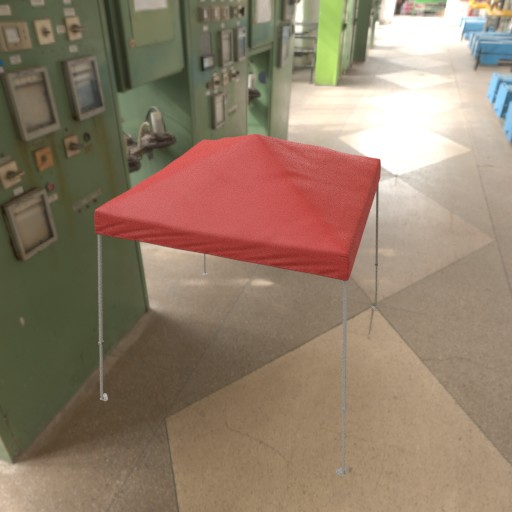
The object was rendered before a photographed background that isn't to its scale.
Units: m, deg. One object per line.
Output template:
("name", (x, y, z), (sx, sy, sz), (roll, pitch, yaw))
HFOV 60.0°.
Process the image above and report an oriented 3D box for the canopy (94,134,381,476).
("canopy", (0.000, 0.000, 6.523), (3.600, 3.600, 3.599), (10, 33, 17))
